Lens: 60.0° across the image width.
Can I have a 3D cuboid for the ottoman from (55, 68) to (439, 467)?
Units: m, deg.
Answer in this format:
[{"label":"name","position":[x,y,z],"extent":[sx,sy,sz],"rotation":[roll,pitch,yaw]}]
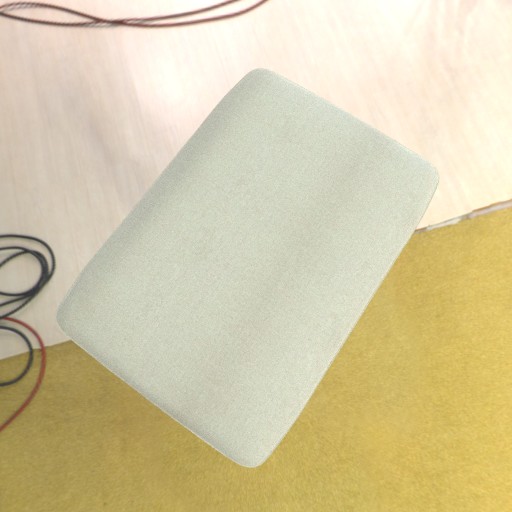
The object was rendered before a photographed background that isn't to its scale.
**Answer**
[{"label":"ottoman","position":[0.000,0.000,1.354],"extent":[0.686,0.453,0.984],"rotation":[33,77,9]}]
